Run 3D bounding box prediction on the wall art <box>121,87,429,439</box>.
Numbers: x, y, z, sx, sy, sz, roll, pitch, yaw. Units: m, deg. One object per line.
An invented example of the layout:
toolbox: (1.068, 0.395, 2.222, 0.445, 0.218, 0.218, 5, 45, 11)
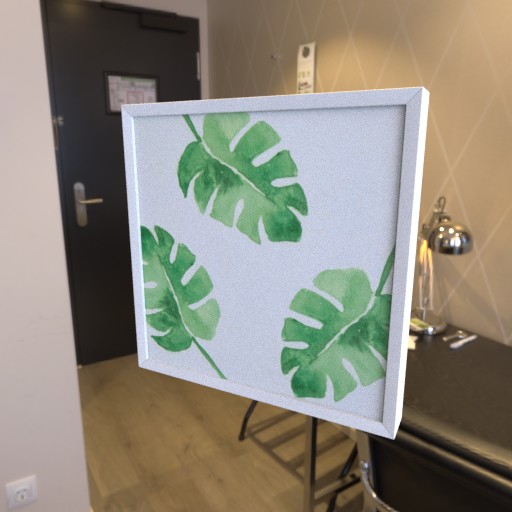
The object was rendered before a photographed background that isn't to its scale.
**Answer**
wall art: (0.000, 0.000, 0.455, 0.305, 0.305, 0.038, 7, 15, 27)
